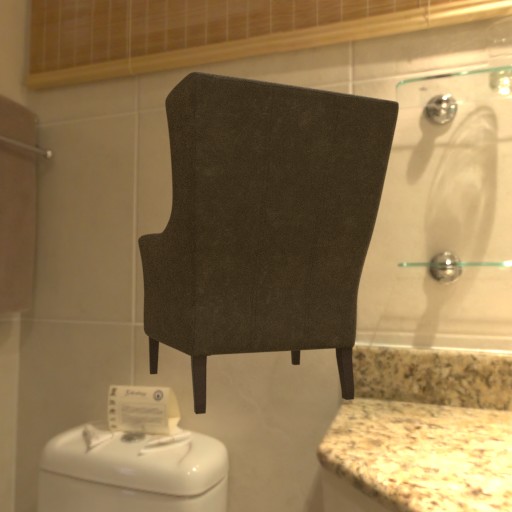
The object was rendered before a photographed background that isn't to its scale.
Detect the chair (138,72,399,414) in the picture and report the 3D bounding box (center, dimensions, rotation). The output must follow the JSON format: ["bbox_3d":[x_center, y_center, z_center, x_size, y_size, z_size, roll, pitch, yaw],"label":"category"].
[{"bbox_3d":[0.000,0.000,1.721,0.853,1.016,0.926,1,-3,-18],"label":"chair"}]
